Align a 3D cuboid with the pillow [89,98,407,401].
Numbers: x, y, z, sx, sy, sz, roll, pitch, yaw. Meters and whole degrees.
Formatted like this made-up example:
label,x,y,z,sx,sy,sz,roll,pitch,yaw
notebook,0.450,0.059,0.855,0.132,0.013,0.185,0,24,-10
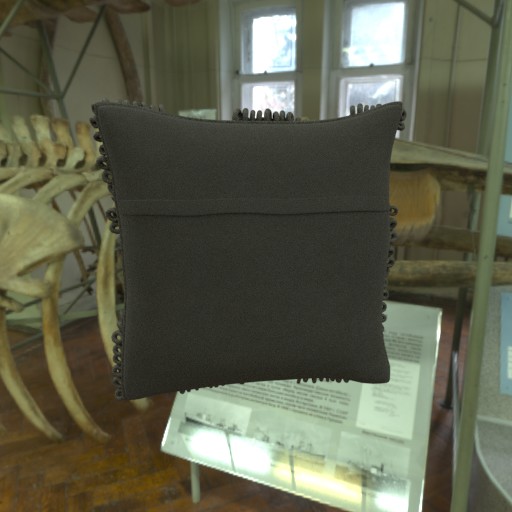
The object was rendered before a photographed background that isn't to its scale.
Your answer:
label,x,y,z,sx,sy,sz,roll,pitch,yaw
pillow,0.000,0.000,0.699,0.470,0.467,0.172,-2,14,-8
